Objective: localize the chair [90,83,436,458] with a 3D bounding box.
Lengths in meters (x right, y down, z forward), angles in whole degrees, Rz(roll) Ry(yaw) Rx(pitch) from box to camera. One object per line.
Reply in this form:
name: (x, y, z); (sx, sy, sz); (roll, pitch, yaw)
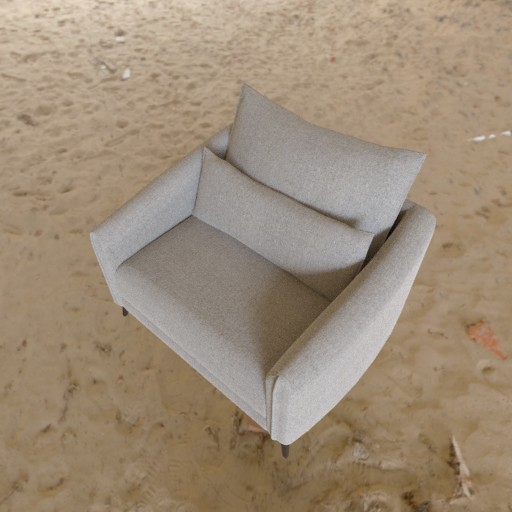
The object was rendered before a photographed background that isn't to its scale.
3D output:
chair: (0.000, 0.000, 1.649); (1.029, 0.856, 0.801); (32, 54, 27)
